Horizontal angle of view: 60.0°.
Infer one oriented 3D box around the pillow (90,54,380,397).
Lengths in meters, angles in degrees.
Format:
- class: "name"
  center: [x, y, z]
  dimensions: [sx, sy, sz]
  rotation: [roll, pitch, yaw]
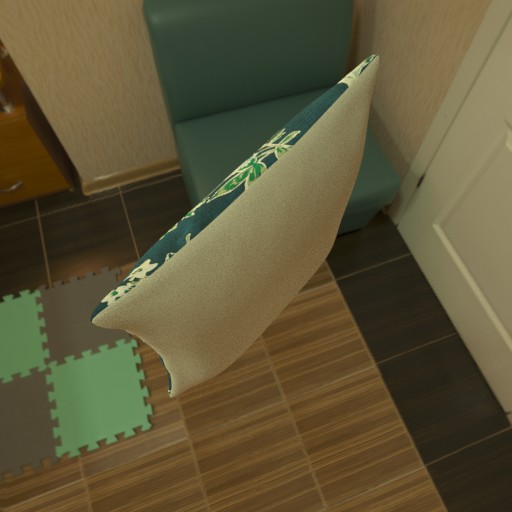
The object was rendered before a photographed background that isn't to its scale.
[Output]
- class: "pillow"
  center: [0.000, 0.000, 0.767]
  dimensions: [0.166, 0.508, 0.525]
  rotation: [38, 69, 17]
